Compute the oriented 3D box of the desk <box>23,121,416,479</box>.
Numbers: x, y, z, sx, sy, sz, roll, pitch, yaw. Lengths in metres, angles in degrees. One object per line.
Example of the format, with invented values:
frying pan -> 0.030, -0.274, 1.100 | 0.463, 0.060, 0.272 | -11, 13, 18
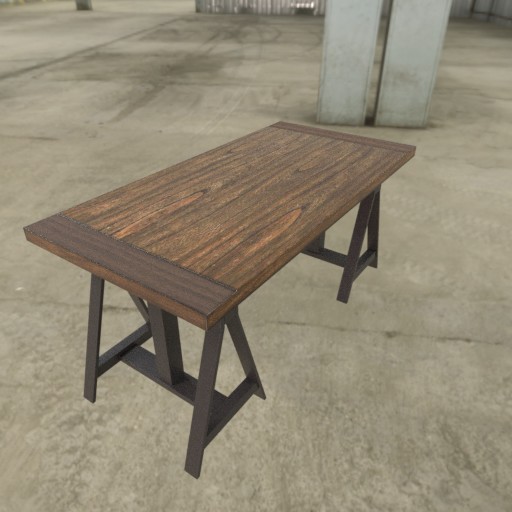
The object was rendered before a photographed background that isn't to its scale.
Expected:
desk -> 0.000, 0.000, 1.947 | 0.784, 0.725, 1.543 | 20, 37, 29
